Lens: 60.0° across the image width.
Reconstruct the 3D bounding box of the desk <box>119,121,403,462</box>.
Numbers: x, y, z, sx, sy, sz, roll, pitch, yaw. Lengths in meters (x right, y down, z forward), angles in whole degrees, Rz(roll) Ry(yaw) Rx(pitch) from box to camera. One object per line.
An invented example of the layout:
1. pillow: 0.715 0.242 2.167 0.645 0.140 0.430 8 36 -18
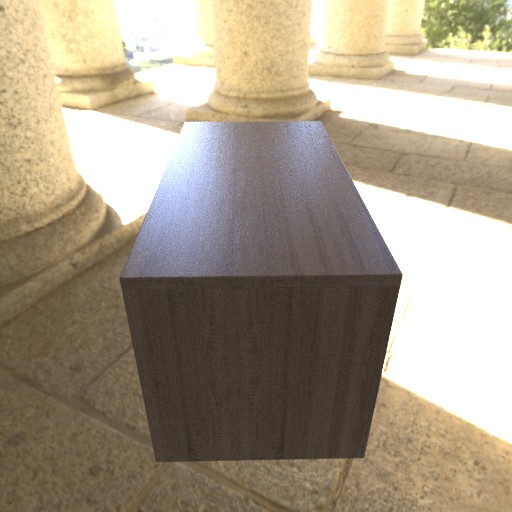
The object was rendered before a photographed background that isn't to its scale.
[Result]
1. desk: 0.000 0.000 1.858 0.690 0.745 1.380 -1 32 -1
